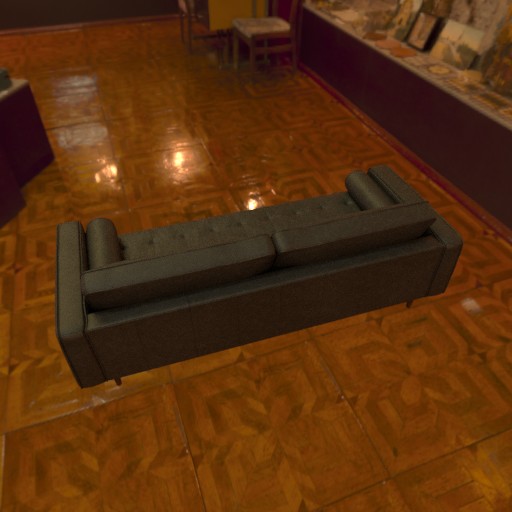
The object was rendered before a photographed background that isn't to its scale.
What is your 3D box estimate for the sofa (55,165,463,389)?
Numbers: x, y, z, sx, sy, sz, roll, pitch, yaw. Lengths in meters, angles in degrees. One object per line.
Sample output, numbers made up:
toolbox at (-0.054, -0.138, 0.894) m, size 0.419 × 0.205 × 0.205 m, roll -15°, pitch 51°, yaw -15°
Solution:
sofa at (0.000, 0.000, 2.660) m, size 2.210 × 0.762 × 0.914 m, roll -12°, pitch 44°, yaw -13°
